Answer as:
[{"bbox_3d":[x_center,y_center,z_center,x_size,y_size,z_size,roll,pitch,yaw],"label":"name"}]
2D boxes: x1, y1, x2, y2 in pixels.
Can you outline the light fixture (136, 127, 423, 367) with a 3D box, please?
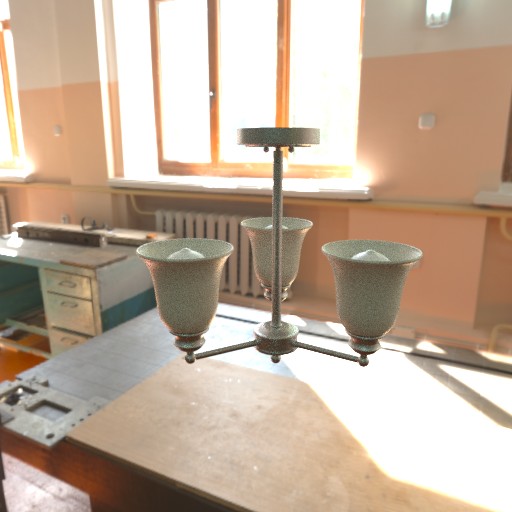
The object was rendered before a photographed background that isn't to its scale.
[{"bbox_3d":[0.000,0.000,0.670,0.354,0.370,0.388,-7,15,-27],"label":"light fixture"}]
